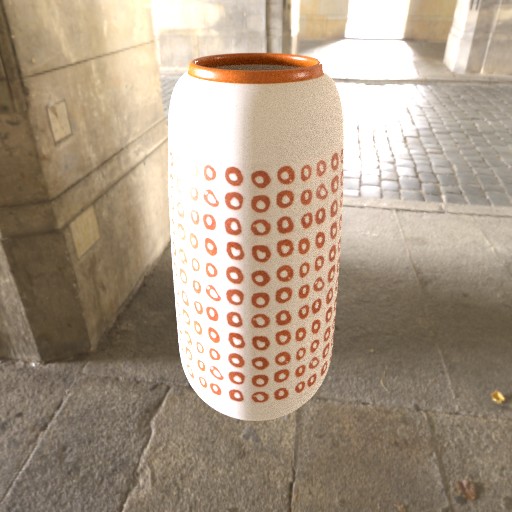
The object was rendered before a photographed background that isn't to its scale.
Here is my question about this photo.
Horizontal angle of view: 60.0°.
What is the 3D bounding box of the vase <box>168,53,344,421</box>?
[{"bbox_3d":[0.000,0.000,0.347,0.133,0.282,0.133,0,31,0],"label":"vase"}]
